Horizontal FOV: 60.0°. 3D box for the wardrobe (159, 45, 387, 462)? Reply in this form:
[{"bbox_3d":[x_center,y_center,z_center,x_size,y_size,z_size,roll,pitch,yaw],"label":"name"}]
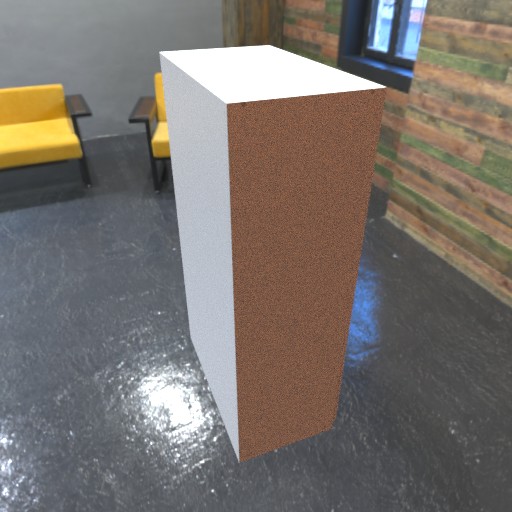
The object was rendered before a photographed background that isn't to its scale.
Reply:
[{"bbox_3d":[0.000,0.000,2.264,0.577,1.808,0.991,-12,35,-18],"label":"wardrobe"}]
